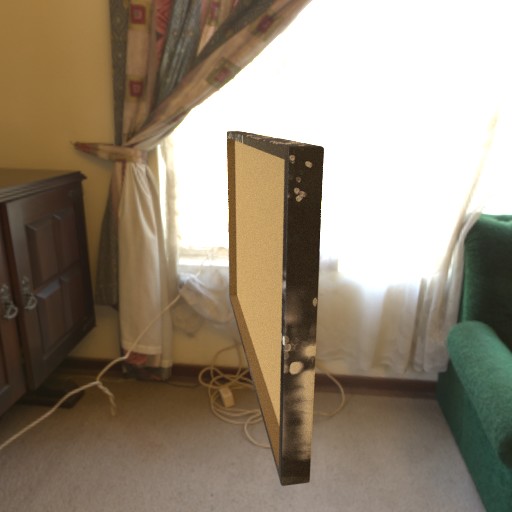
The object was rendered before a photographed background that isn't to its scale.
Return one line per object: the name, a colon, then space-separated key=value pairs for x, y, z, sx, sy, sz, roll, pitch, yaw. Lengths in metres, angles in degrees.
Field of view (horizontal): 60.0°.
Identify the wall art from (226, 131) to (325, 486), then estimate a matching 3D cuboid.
wall art: x=0.000 y=0.000 z=0.774 sx=0.037 sy=0.406 sz=0.609 roll=-3 pitch=17 yaw=-9
